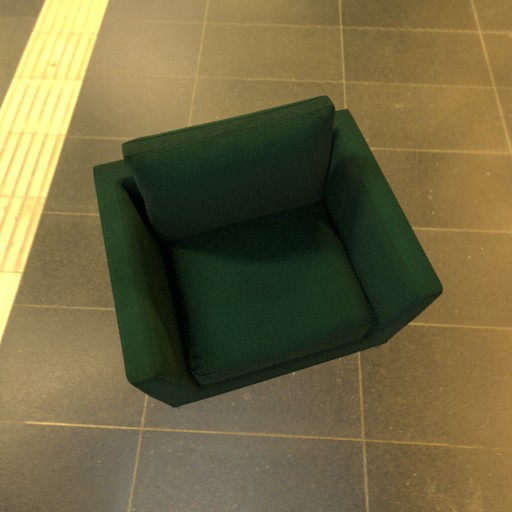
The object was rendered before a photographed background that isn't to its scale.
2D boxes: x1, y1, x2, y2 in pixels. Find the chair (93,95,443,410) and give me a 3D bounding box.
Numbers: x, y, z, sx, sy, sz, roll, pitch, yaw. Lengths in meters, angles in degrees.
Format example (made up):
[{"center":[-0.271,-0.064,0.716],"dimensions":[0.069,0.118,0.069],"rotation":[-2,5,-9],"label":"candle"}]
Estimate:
[{"center":[0.000,0.000,1.773],"dimensions":[1.047,0.997,0.852],"rotation":[-15,64,-7],"label":"chair"}]
